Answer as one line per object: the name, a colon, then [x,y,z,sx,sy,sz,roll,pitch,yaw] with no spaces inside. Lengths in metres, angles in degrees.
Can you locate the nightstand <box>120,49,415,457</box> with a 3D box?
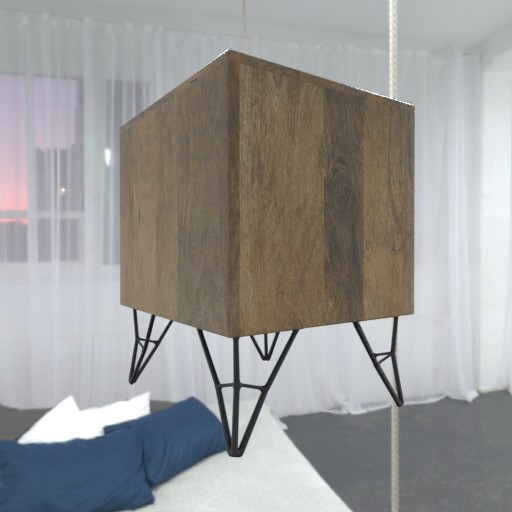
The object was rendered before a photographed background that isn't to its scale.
nightstand: [0.000,0.000,0.895,0.406,0.559,0.457,0,1,-35]
